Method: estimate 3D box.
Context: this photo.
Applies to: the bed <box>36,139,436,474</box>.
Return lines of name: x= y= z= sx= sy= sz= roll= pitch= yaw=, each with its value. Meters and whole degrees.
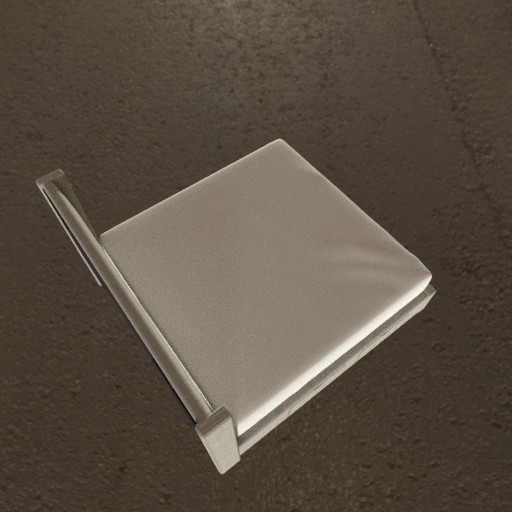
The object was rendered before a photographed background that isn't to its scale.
bed: x=0.000 y=0.000 z=3.626 sx=2.280 sy=1.470 sz=2.140 roll=-32 pitch=63 yaw=-19
